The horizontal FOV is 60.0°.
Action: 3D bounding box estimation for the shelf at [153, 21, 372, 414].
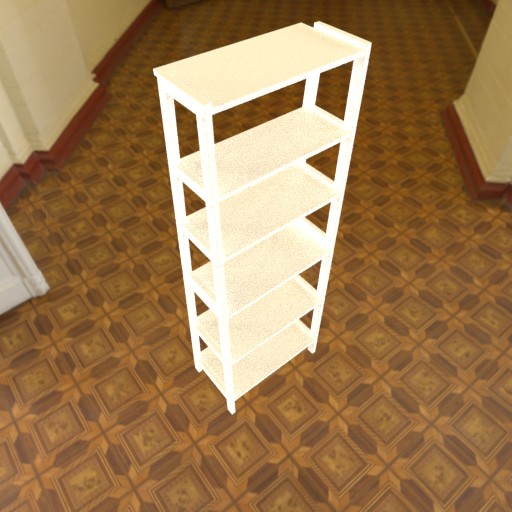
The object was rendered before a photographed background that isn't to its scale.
[{"bbox_3d":[0.000,0.000,2.081,0.660,1.892,0.381,-30,54,-25],"label":"shelf"}]
